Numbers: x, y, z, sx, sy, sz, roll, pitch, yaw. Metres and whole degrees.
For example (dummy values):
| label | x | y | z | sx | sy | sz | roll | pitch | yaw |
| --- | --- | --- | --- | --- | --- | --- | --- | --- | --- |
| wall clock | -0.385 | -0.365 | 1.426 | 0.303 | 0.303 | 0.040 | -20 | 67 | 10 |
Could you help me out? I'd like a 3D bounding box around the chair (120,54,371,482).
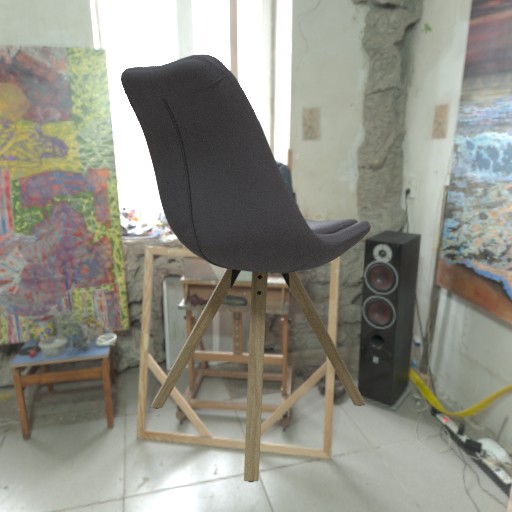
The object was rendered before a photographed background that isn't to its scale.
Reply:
| label | x | y | z | sx | sy | sz | roll | pitch | yaw |
| --- | --- | --- | --- | --- | --- | --- | --- | --- | --- |
| chair | 0.000 | 0.000 | 1.127 | 0.547 | 0.865 | 0.483 | -15 | 21 | -43 |
